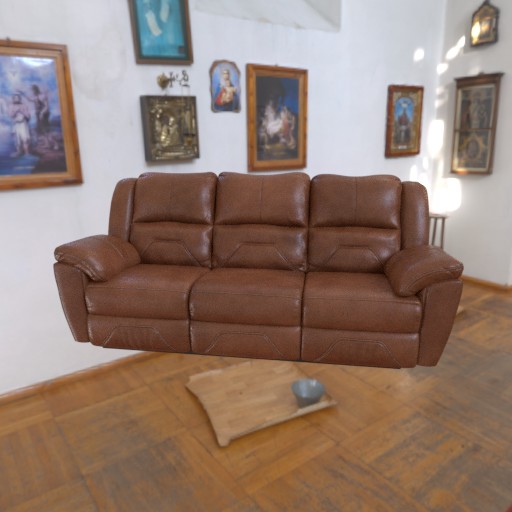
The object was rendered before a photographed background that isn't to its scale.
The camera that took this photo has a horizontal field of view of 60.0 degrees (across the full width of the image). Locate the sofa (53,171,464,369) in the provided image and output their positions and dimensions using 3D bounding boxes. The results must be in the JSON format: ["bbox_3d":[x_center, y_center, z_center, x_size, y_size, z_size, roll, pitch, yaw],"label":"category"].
[{"bbox_3d":[0.000,0.000,2.903,2.337,1.043,0.991,2,15,8],"label":"sofa"}]
